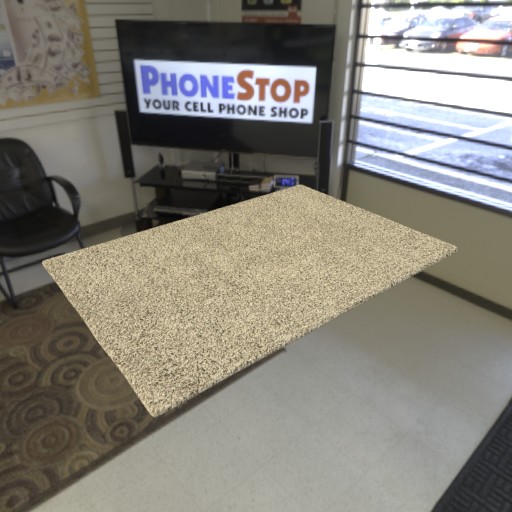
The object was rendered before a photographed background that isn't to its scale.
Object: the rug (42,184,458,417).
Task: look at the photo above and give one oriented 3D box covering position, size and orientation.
[{"bbox_3d":[0.000,0.000,2.283,1.778,0.030,1.219,-21,36,-33],"label":"rug"}]
